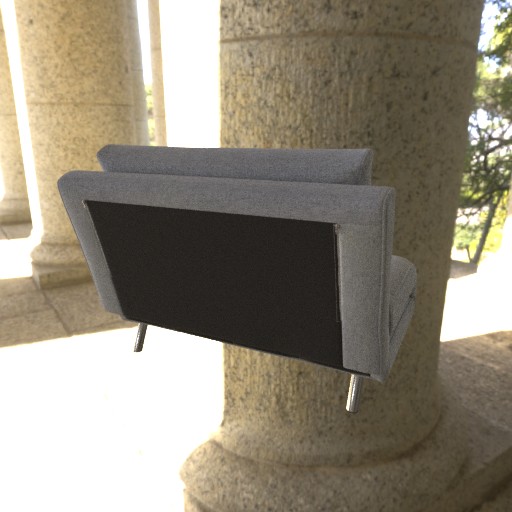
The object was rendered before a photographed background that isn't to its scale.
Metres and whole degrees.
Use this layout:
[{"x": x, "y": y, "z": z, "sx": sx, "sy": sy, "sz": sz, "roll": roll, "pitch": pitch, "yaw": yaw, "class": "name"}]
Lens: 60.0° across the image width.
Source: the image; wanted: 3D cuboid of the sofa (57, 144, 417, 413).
[{"x": 0.000, "y": 0.000, "z": 1.862, "sx": 1.220, "sy": 0.910, "sz": 0.910, "roll": 8, "pitch": 18, "yaw": 26, "class": "sofa"}]
